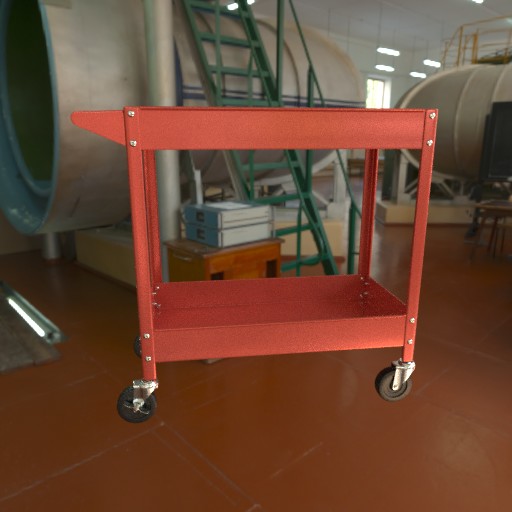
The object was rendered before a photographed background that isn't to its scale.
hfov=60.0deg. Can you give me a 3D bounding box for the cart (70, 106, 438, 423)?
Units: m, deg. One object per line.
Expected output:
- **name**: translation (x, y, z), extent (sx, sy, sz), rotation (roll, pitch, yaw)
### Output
- **cart**: translation (0.000, 0.000, 1.160), extent (0.779, 0.719, 0.366), rotation (-2, 15, -8)
